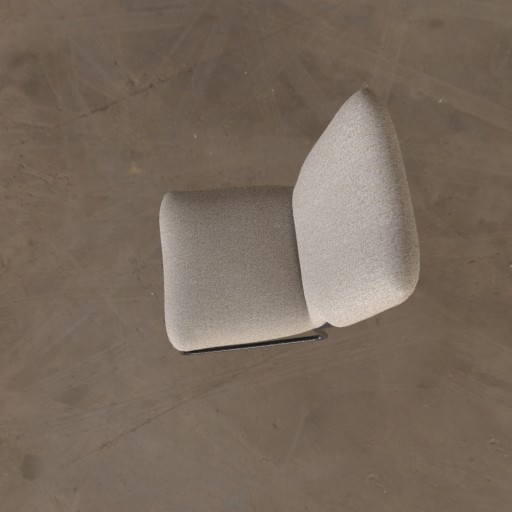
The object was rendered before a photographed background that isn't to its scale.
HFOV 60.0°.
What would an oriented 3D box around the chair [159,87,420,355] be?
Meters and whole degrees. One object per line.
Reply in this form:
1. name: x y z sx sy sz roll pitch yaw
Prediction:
1. chair: 0.000 0.000 1.174 0.560 0.864 0.448 -6 76 -1
